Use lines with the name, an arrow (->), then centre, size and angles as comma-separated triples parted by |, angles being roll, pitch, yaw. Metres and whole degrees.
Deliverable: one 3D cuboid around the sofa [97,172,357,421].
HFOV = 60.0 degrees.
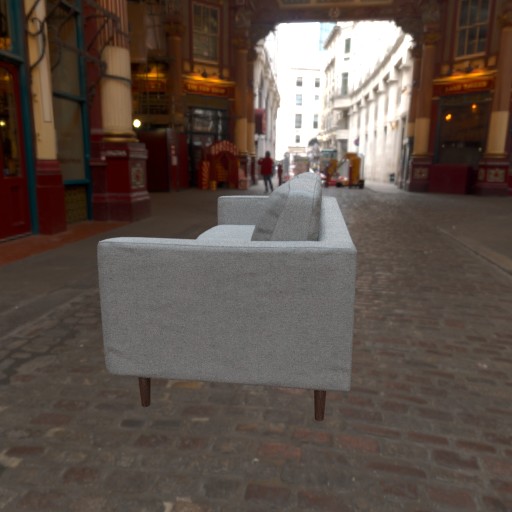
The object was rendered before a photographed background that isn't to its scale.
sofa -> 0.000, 0.000, 2.499 | 0.944, 0.918, 1.983 | 2, 12, 8
